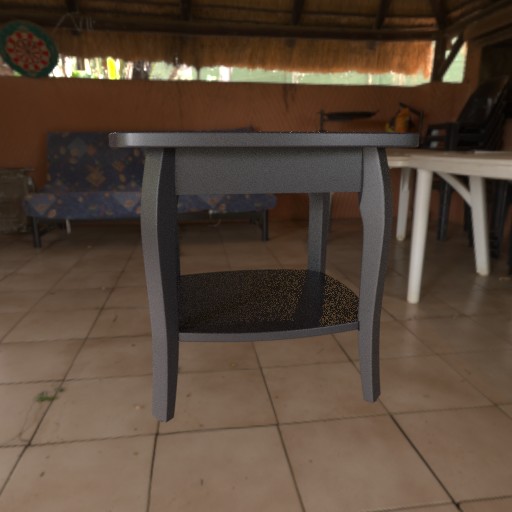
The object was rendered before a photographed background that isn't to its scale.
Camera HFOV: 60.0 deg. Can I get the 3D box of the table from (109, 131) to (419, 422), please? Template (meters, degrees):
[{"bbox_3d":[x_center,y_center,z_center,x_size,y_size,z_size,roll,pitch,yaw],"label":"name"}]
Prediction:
[{"bbox_3d":[0.000,0.000,0.866,0.508,0.457,0.457,-2,14,-9],"label":"table"}]
